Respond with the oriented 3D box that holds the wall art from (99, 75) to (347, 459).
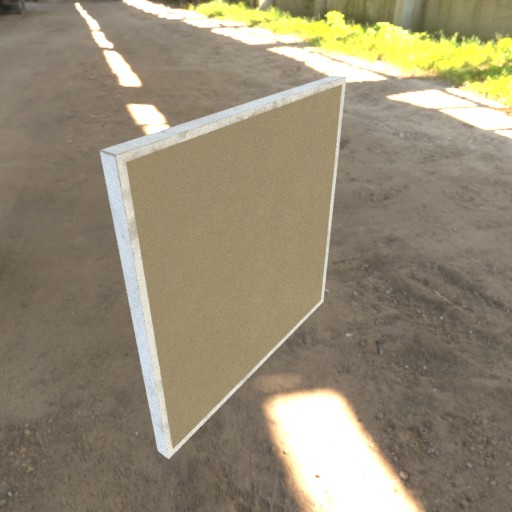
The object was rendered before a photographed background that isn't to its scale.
[{"bbox_3d":[0.000,0.000,1.133,0.038,0.757,0.760,21,38,30],"label":"wall art"}]
